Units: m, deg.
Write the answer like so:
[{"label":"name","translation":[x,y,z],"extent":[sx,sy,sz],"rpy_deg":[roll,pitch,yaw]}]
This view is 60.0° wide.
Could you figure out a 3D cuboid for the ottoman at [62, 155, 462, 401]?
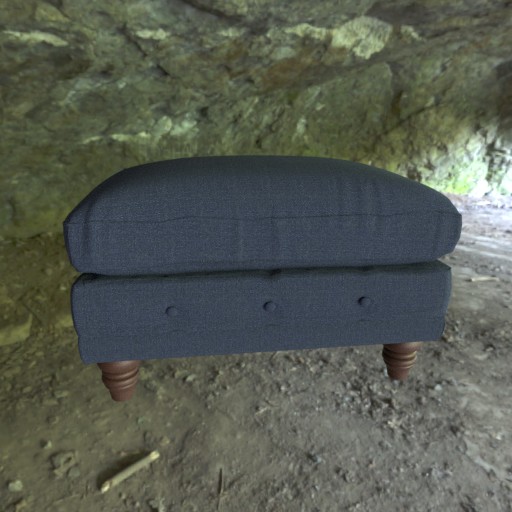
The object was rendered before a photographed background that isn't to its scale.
[{"label":"ottoman","translation":[0.000,0.000,1.114],"extent":[0.767,0.486,0.558],"rpy_deg":[-2,16,-7]}]
